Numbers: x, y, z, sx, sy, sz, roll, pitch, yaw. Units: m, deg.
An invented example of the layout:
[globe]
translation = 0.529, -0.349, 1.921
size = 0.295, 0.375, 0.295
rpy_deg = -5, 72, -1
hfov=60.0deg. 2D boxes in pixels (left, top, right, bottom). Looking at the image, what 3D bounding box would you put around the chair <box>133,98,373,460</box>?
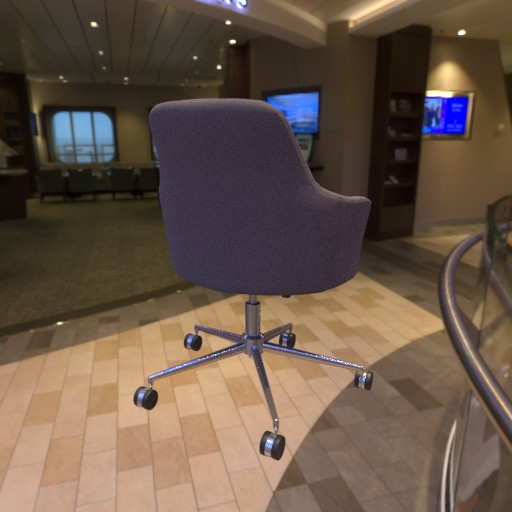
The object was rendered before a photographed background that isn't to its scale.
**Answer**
[chair]
translation = 0.000, 0.000, 1.278
size = 0.655, 0.820, 0.600
rpy_deg = 8, 17, 26
